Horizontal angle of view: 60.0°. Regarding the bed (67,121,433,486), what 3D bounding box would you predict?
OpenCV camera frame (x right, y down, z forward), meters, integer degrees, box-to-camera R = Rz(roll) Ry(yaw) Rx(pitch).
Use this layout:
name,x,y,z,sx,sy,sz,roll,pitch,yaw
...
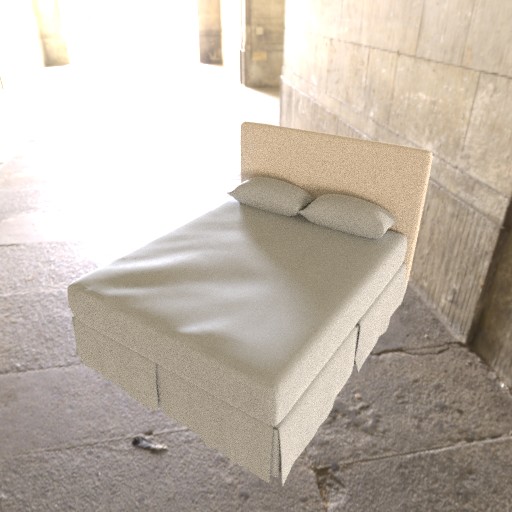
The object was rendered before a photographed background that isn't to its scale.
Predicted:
name,x,y,z,sx,sy,sz,roll,pitch,yaw
bed,0.000,0.000,3.186,1.748,1.330,2.142,19,35,29
